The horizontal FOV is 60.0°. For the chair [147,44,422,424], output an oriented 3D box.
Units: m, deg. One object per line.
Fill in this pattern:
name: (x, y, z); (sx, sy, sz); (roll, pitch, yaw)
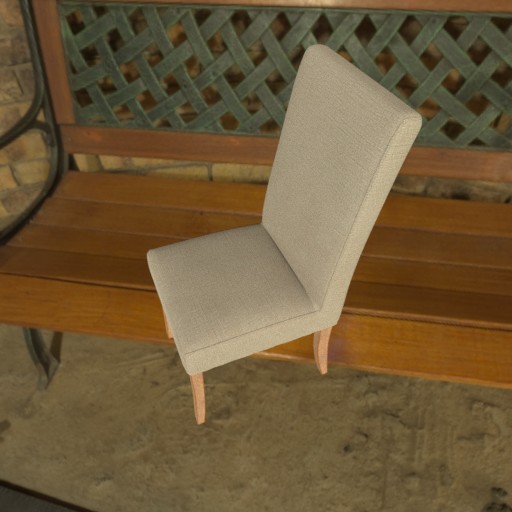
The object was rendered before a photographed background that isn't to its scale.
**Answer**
chair: (0.000, 0.000, 1.356); (0.611, 1.033, 0.450); (-17, 49, -16)
